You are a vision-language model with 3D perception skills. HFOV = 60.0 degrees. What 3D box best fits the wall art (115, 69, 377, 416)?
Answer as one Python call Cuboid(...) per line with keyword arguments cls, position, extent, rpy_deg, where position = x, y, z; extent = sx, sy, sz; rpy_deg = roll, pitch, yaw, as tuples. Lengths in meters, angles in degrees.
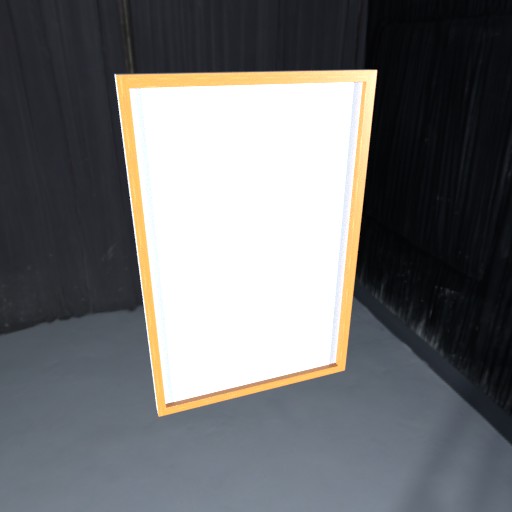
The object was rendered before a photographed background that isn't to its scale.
Cuboid(cls="wall art", position=(0.000, 0.000, 0.791), extent=(0.405, 0.608, 0.025), rpy_deg=(-9, 27, -18))
